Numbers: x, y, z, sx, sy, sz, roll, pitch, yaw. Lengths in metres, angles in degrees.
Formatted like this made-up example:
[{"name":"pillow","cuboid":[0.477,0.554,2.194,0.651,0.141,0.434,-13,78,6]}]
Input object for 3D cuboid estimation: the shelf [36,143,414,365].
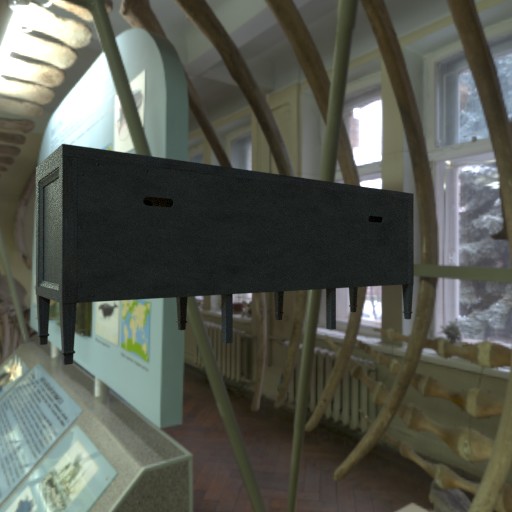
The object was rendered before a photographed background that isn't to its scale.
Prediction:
[{"name":"shelf","cuboid":[0.000,0.000,2.165,1.878,0.715,0.471,0,0,-36]}]
